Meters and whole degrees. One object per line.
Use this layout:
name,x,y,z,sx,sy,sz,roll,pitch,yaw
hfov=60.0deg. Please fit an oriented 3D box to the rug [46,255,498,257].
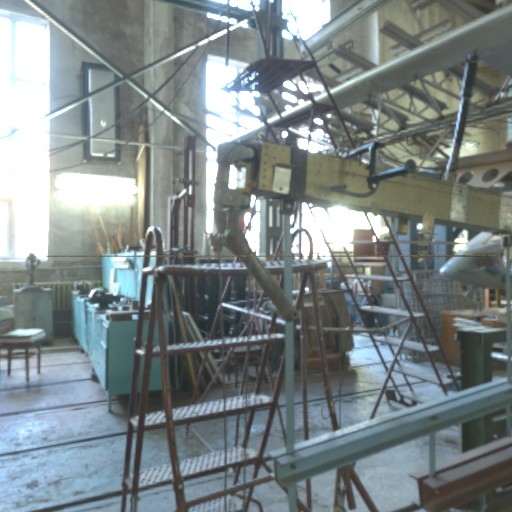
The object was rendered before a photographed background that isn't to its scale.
rug,0.000,0.000,2.631,2.443,0.009,0.706,0,0,18
